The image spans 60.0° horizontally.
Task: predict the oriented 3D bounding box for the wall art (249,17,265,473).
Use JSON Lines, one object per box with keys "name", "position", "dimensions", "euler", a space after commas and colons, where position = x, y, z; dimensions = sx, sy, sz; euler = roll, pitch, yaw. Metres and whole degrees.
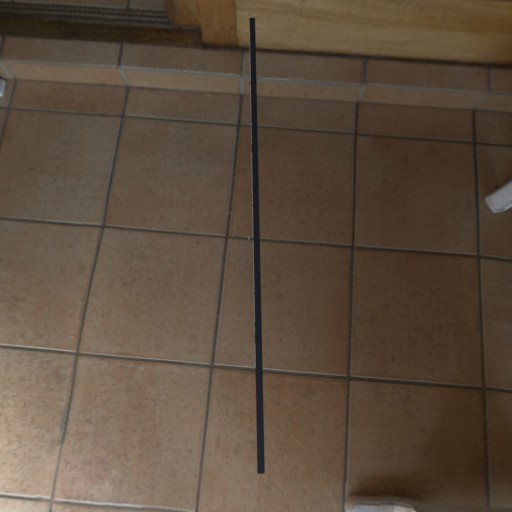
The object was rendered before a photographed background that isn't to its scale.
{"name": "wall art", "position": [0.000, 0.000, 1.223], "dimensions": [0.013, 0.665, 0.963], "euler": [-1, 76, 0]}
